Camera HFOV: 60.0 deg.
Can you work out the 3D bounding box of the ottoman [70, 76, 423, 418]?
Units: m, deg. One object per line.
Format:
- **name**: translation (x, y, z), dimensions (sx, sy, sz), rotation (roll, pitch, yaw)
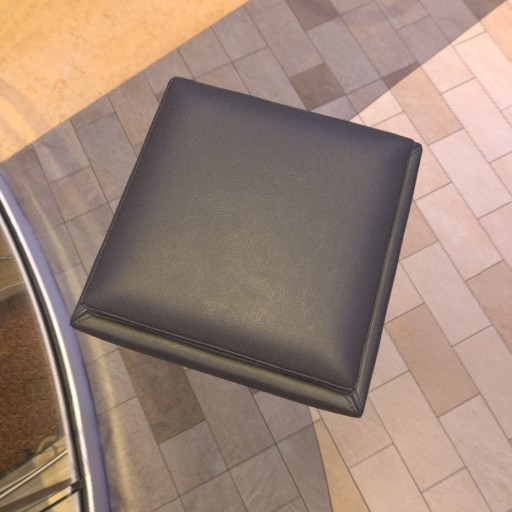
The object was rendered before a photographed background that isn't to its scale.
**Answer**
- **ottoman**: translation (0.000, 0.000, 0.820), dimensions (0.451, 0.460, 0.450), rotation (16, 75, 4)
